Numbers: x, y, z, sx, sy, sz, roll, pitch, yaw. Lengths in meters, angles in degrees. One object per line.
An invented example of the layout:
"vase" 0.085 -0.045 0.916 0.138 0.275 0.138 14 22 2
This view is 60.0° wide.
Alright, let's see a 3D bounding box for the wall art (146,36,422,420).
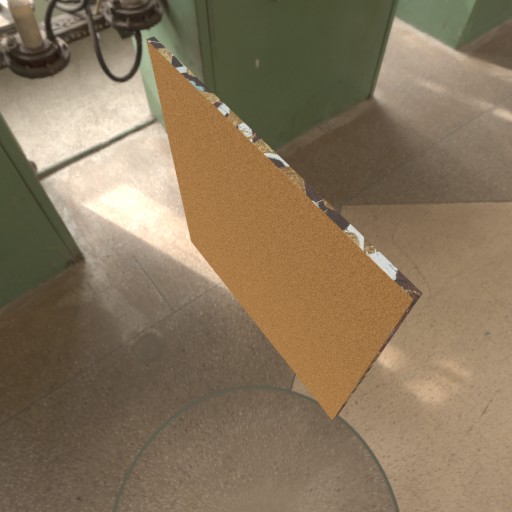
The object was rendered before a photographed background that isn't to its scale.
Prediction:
"wall art" 0.000 0.000 0.585 0.010 0.406 0.404 -32 63 -18
